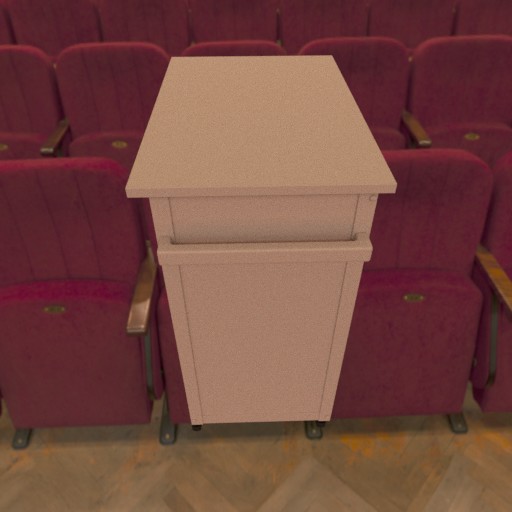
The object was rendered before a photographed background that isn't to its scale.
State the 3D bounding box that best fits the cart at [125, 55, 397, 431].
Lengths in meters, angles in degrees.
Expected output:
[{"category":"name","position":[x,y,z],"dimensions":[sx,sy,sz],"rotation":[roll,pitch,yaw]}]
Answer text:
[{"category":"cart","position":[0.000,0.000,1.246],"dimensions":[0.442,0.864,0.683],"rotation":[-1,41,-1]}]
